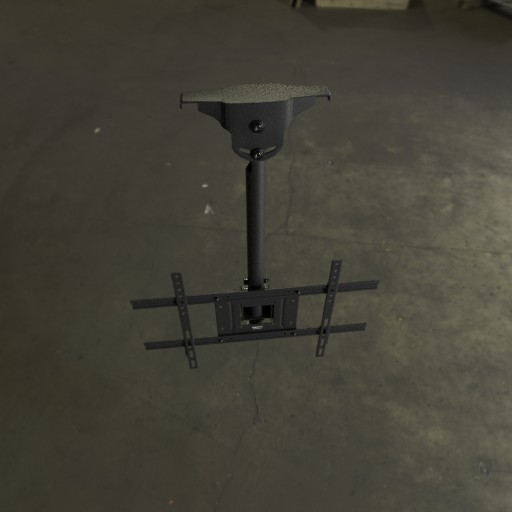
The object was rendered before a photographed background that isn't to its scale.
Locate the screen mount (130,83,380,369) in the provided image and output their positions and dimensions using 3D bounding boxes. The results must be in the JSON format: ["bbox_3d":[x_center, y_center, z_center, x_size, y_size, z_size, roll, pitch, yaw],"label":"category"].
[{"bbox_3d":[0.000,0.000,1.023,0.595,0.775,0.090,-4,45,-4],"label":"screen mount"}]
